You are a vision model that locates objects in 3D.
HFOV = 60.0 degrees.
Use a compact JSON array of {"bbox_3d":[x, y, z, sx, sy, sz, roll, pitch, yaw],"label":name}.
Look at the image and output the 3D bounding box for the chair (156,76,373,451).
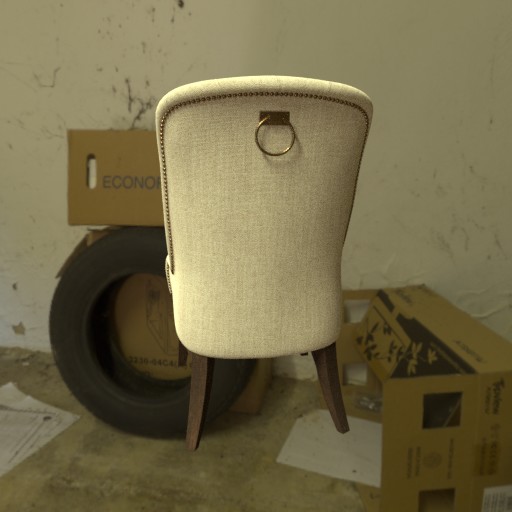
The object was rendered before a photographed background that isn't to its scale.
[{"bbox_3d":[0.000,0.000,1.533,0.634,1.091,0.629,-3,15,-10],"label":"chair"}]
